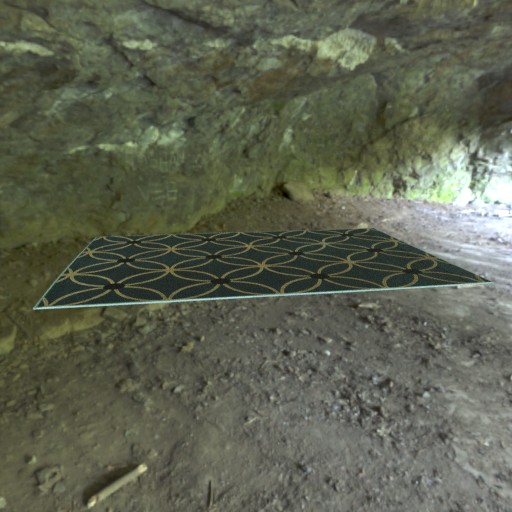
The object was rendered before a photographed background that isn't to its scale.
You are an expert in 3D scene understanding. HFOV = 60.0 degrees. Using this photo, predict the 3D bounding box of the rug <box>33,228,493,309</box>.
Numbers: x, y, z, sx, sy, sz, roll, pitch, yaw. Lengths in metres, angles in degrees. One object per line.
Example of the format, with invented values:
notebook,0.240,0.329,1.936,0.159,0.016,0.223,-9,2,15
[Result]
rug,0.000,0.000,2.868,2.284,0.008,1.522,-2,15,-9
